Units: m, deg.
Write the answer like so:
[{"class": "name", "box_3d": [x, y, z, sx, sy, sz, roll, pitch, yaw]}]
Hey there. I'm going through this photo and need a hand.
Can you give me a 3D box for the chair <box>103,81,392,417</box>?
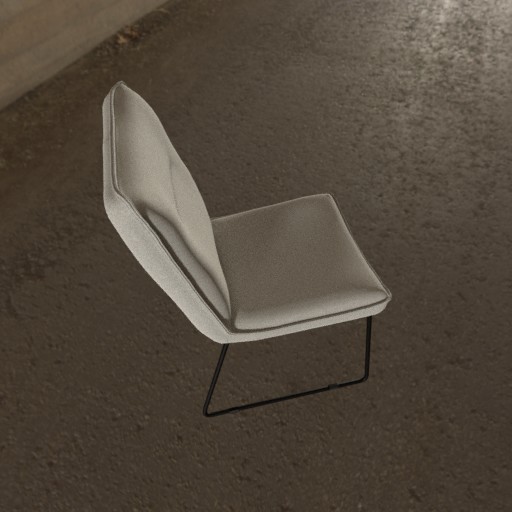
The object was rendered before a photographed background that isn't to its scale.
[{"class": "chair", "box_3d": [0.000, 0.000, 1.330, 0.688, 0.930, 0.515, -10, 47, -9]}]
